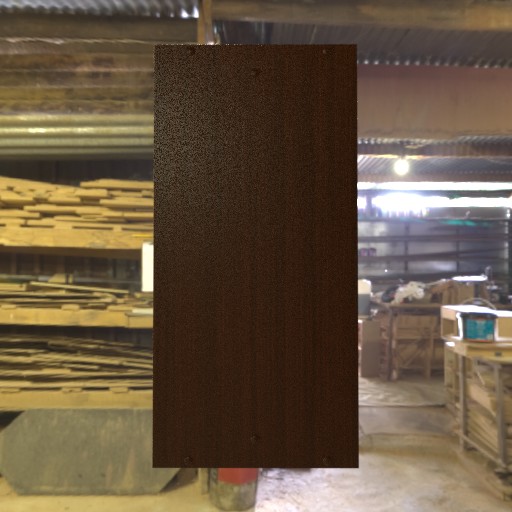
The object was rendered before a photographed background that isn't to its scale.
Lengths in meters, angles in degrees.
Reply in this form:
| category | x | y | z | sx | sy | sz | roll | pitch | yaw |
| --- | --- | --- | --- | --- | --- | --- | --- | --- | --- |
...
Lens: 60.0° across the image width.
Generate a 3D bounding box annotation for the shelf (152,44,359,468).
| category | x | y | z | sx | sy | sz | roll | pitch | yaw |
| --- | --- | --- | --- | --- | --- | --- | --- | --- | --- |
| shelf | 0.000 | 0.000 | 0.752 | 0.290 | 0.600 | 0.253 | 0 | -1 | 0 |
